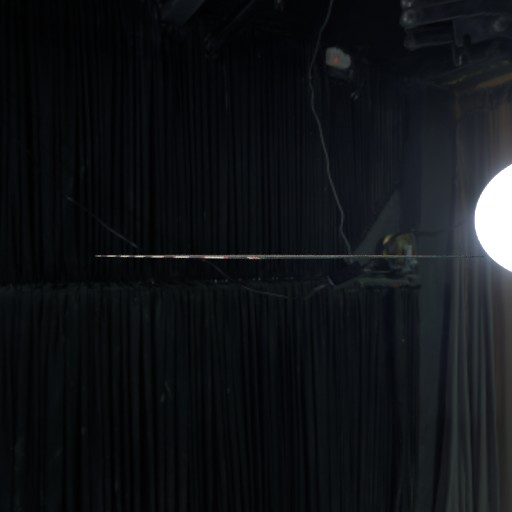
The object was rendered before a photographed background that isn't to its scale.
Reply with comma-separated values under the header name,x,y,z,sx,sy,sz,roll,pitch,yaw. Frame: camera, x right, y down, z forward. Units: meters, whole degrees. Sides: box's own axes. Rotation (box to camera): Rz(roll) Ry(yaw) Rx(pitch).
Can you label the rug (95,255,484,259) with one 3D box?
name,x,y,z,sx,sy,sz,roll,pitch,yaw
rug,0.000,0.000,3.007,1.522,0.010,2.311,0,0,-35
